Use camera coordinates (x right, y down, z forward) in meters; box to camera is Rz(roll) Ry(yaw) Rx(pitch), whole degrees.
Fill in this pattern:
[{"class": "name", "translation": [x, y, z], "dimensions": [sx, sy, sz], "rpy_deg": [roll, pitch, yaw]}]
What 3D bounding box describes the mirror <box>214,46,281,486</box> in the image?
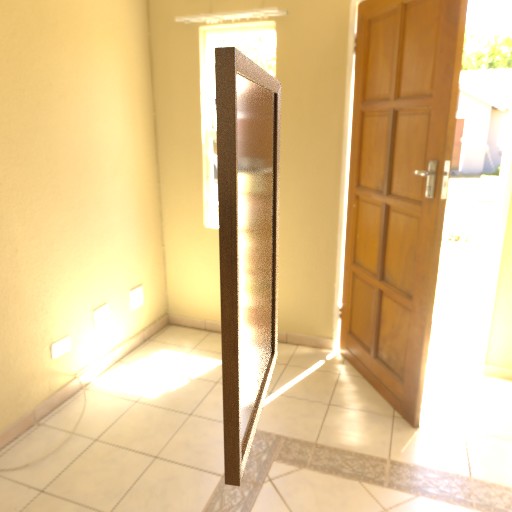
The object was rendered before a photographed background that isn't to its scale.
[{"class": "mirror", "translation": [0.000, 0.000, 1.171], "dimensions": [0.040, 0.915, 0.609], "rpy_deg": [3, 16, 10]}]
